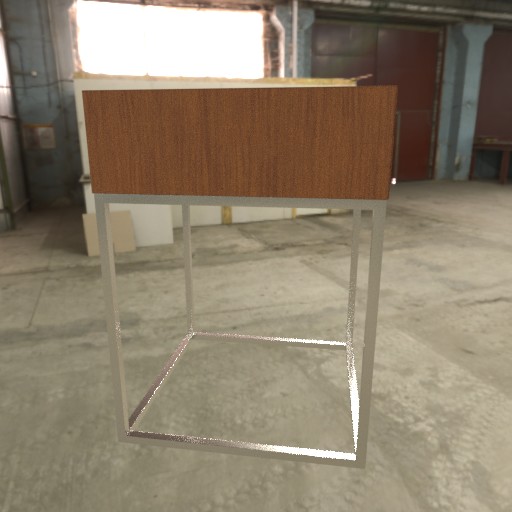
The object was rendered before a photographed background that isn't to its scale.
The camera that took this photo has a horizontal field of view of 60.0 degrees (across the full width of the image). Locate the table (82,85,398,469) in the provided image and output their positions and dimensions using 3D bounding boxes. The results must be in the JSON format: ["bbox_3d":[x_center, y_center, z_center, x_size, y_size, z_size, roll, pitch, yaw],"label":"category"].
[{"bbox_3d":[0.000,0.000,0.809,0.398,0.540,0.397,2,16,8],"label":"table"}]
